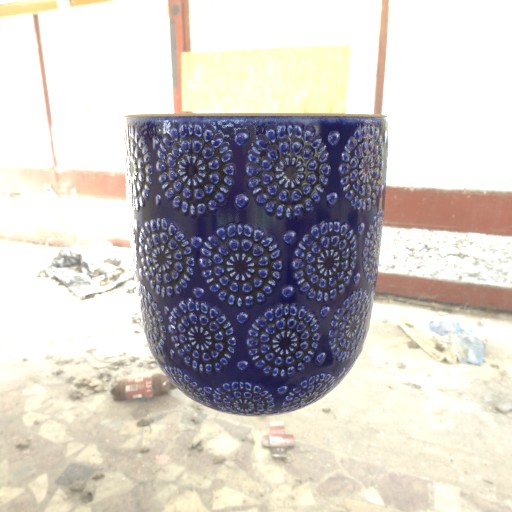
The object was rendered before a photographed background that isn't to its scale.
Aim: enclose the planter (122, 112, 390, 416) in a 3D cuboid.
[{"bbox_3d":[0.000,0.000,0.341,0.184,0.206,0.184,0,17,0],"label":"planter"}]
